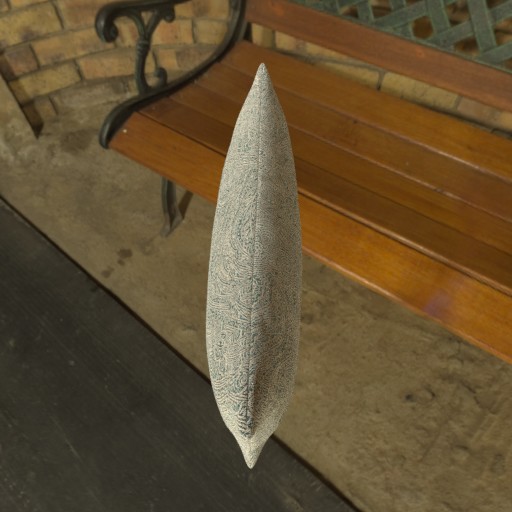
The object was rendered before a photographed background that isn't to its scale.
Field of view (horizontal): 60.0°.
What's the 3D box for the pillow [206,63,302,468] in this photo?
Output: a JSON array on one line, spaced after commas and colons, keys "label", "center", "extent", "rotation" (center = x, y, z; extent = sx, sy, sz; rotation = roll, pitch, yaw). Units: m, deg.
[{"label": "pillow", "center": [0.000, 0.000, 0.733], "extent": [0.151, 0.295, 0.615], "rotation": [2, 58, 1]}]
